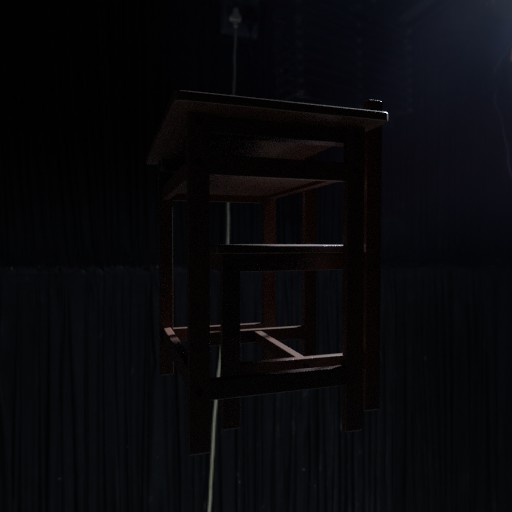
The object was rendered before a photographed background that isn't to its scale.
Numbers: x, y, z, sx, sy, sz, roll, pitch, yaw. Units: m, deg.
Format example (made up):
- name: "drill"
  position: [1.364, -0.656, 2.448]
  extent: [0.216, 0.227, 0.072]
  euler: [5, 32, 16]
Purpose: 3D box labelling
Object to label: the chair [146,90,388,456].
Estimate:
- name: "chair"
  position: [0.000, 0.000, 1.052]
  extent: [0.463, 0.673, 0.599]
  euler: [-1, 2, -18]
